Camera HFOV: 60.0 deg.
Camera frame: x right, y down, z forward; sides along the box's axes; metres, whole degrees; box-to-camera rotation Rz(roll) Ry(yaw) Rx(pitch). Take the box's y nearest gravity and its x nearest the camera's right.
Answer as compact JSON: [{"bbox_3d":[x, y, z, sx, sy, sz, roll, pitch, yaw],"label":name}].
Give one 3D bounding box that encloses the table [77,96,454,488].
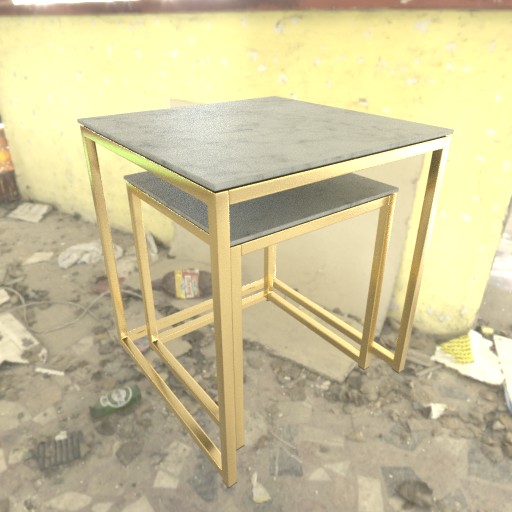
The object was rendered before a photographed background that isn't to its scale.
[{"bbox_3d":[0.000,0.000,0.857,0.450,0.500,0.450,-19,34,-32],"label":"table"}]
